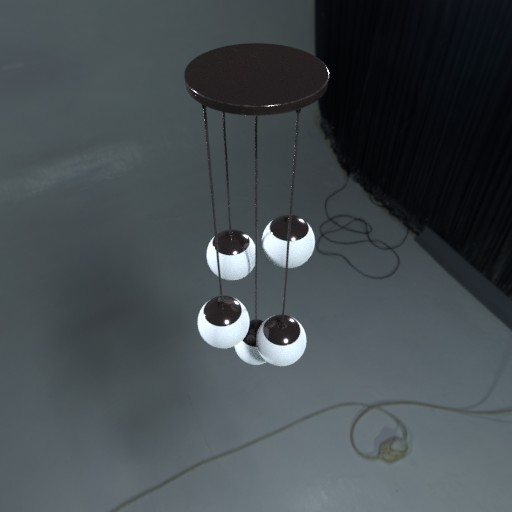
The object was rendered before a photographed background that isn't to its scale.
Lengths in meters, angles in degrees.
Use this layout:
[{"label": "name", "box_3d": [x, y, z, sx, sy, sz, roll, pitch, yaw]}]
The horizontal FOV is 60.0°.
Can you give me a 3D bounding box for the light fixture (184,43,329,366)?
[{"label": "light fixture", "box_3d": [0.000, 0.000, 1.516, 0.489, 1.271, 0.484, -22, 50, -20]}]
